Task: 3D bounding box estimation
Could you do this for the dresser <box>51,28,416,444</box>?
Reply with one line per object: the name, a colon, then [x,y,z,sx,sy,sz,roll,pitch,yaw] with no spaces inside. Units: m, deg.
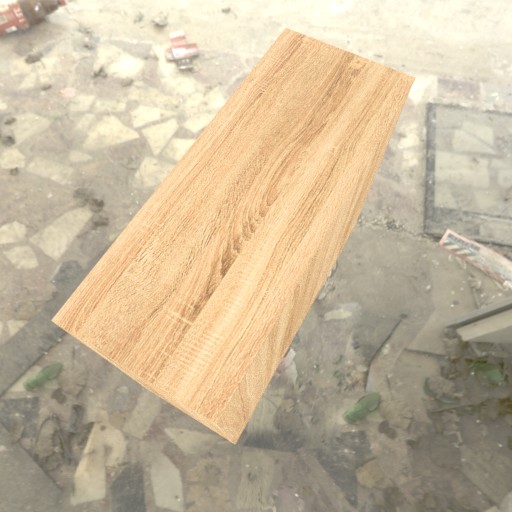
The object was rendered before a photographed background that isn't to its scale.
dresser: [0.000,0.000,1.548,0.450,0.900,1.100,27,68,12]
